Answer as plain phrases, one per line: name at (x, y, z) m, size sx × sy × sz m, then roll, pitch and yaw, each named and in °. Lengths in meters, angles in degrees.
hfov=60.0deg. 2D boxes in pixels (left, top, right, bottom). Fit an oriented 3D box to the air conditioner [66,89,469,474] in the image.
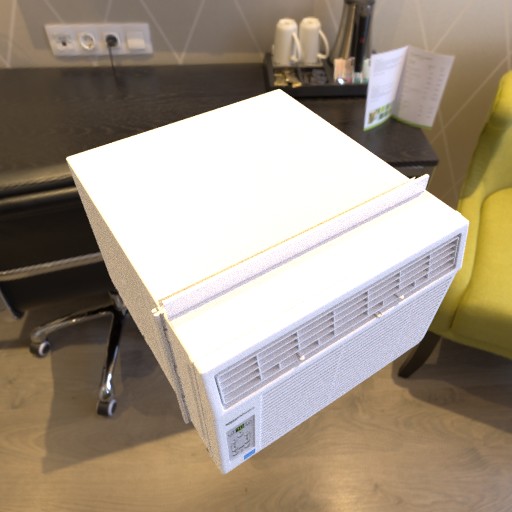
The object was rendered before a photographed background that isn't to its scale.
air conditioner at (0.000, 0.000, 0.869) m, size 0.503 × 0.388 × 0.546 m, roll -26°, pitch 52°, yaw -22°
